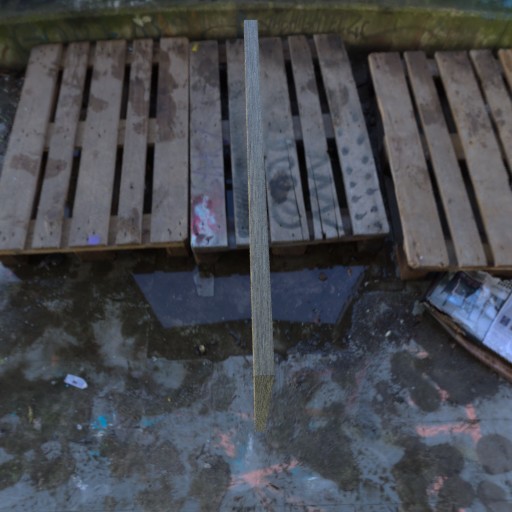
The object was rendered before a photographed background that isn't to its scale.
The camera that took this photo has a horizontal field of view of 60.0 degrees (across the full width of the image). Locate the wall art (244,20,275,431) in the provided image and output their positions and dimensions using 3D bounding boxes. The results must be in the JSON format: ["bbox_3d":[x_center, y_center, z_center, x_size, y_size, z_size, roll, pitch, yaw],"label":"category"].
[{"bbox_3d":[0.000,0.000,0.752,0.019,0.508,0.508,-2,63,-1],"label":"wall art"}]
